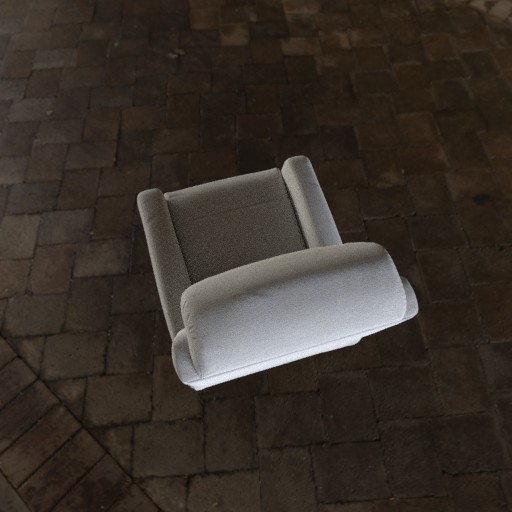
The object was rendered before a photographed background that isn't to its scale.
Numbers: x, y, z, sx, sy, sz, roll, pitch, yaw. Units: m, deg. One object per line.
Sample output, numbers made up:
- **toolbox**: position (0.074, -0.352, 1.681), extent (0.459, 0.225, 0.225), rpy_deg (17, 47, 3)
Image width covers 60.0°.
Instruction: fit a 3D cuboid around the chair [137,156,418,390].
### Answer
- **chair**: position (0.000, 0.000, 1.714), extent (0.798, 1.013, 1.043), rpy_deg (-15, 59, -9)
